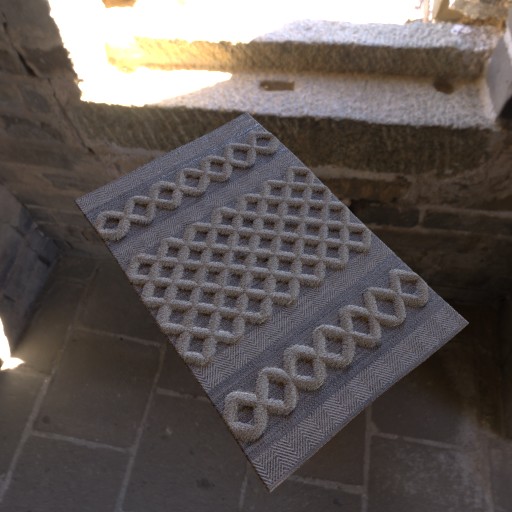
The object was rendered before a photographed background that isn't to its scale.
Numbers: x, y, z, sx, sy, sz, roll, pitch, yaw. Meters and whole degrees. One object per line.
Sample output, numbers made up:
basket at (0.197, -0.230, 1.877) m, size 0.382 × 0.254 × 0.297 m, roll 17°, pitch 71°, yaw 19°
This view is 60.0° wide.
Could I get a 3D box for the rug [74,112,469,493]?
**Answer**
rug at (0.000, 0.000, 2.319) m, size 1.222 × 0.030 × 1.823 m, roll -33°, pitch 65°, yaw -18°
